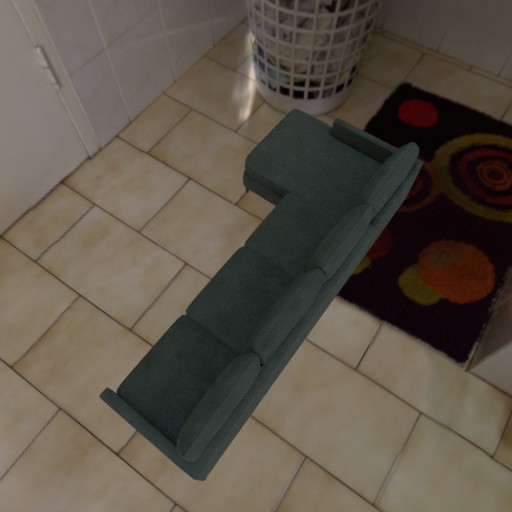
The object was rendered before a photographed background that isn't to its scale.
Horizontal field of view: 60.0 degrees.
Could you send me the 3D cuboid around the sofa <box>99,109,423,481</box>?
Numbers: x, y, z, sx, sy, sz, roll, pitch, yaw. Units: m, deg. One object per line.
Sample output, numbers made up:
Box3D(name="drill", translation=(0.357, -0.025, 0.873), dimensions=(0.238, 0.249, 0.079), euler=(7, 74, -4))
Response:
Box3D(name="sofa", translation=(0.000, 0.000, 3.984), dimensions=(1.500, 0.967, 3.400), euler=(33, 67, 16))
